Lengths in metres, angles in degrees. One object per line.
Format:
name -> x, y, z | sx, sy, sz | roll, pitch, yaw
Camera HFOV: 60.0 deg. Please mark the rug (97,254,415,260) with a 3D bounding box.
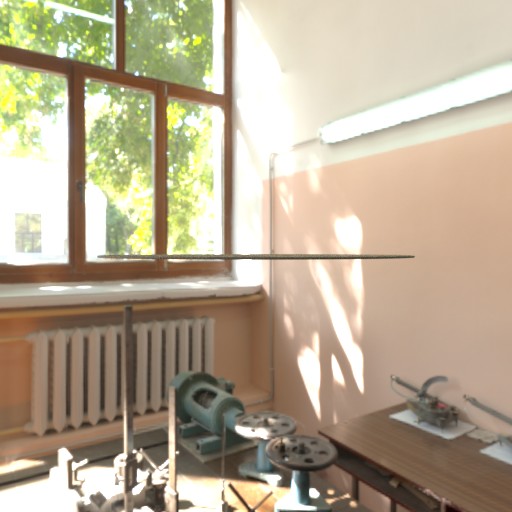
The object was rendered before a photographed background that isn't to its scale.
rug -> 0.000, 0.000, 2.369 | 1.598, 0.010, 1.598 | 0, 1, 0
